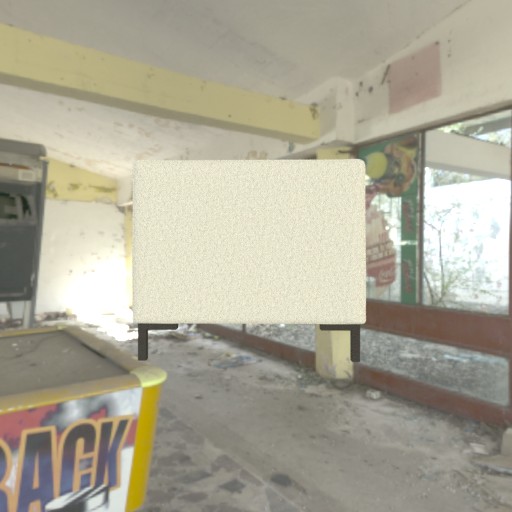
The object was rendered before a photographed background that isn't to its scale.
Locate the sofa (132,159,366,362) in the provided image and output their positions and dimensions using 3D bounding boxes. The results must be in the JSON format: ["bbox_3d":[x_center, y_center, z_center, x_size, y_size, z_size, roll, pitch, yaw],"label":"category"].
[{"bbox_3d":[0.000,0.000,2.344,0.746,0.641,1.985,0,0,1],"label":"sofa"}]
